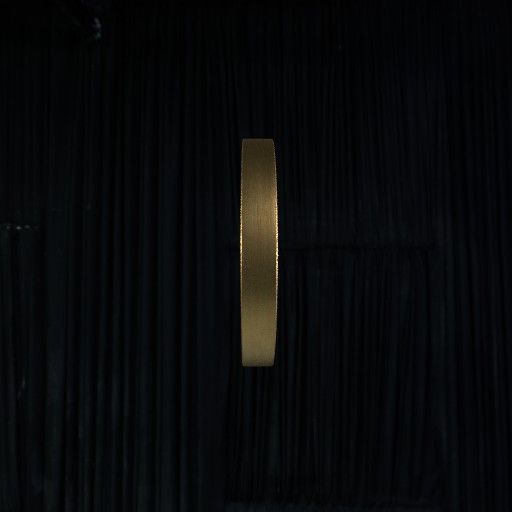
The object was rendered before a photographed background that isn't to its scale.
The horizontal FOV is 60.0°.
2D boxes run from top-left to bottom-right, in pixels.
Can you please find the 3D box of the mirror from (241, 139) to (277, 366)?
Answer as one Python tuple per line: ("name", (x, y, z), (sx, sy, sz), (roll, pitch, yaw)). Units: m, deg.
("mirror", (0.000, 0.000, 0.675), (0.032, 0.254, 0.584), (0, -1, -1))
